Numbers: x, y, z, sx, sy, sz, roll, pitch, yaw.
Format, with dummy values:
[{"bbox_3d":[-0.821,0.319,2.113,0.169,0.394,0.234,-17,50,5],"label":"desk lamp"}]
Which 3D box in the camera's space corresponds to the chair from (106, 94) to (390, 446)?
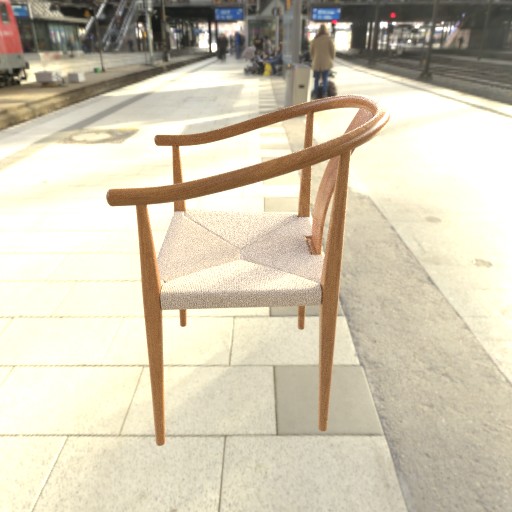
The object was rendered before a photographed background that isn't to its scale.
[{"bbox_3d":[0.000,0.000,1.189,0.579,0.800,0.556,-1,26,-2],"label":"chair"}]
